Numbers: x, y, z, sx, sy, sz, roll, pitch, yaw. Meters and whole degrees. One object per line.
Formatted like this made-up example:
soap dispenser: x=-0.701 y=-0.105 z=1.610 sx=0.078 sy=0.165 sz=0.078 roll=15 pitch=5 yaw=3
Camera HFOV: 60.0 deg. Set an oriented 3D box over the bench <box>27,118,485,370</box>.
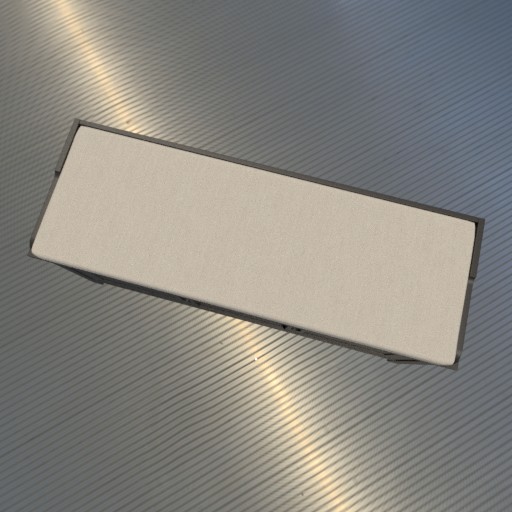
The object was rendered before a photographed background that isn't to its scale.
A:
bench: x=0.000 y=0.000 z=1.373 sx=1.140 sy=0.501 sz=0.398 roll=15 pitch=77 yaw=3
